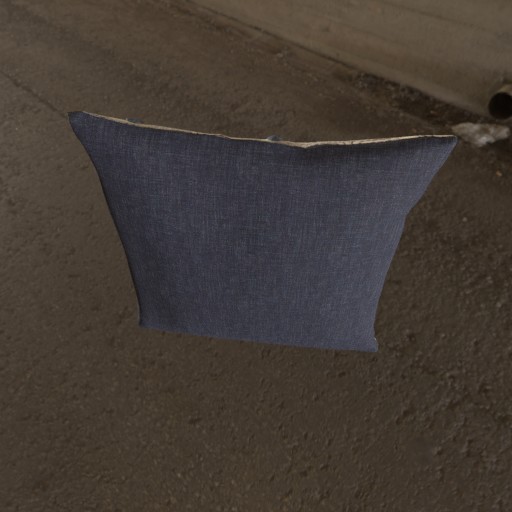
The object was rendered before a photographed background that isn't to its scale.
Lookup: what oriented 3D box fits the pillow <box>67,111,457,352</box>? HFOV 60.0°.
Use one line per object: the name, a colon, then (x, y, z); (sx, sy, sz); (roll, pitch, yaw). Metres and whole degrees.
pillow: (0.000, 0.000, 0.755); (0.510, 0.510, 0.145); (5, 48, 5)
